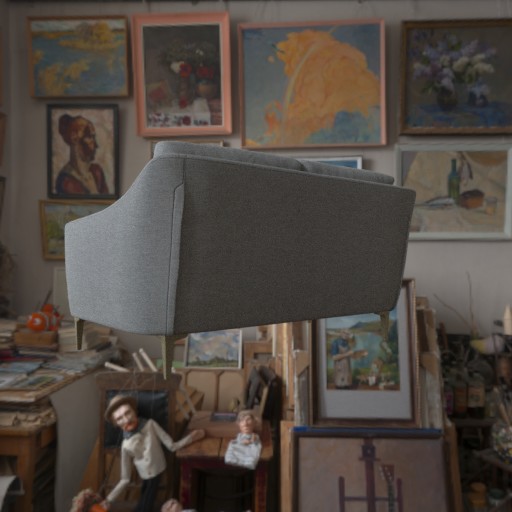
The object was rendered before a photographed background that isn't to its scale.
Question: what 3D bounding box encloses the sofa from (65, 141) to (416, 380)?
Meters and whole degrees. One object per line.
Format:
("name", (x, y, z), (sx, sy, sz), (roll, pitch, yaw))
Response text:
("sofa", (0.000, 0.000, 2.236), (1.619, 0.904, 0.960), (0, 0, -36))
